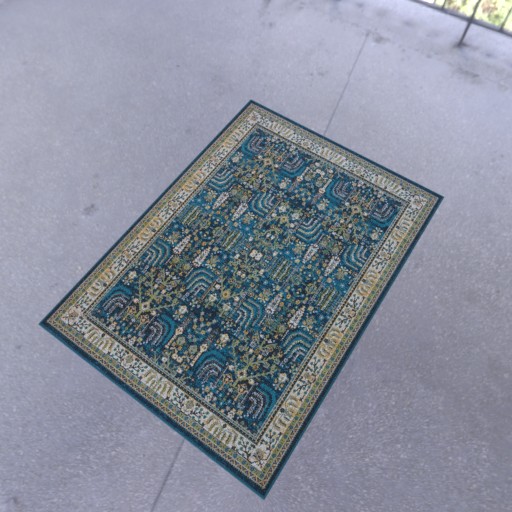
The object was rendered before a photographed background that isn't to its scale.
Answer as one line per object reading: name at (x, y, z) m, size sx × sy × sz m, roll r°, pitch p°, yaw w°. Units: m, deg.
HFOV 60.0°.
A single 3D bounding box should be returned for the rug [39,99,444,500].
rug at (0.000, 0.000, 3.900) m, size 2.226 × 0.015 × 3.044 m, roll 31°, pitch 67°, yaw 15°
